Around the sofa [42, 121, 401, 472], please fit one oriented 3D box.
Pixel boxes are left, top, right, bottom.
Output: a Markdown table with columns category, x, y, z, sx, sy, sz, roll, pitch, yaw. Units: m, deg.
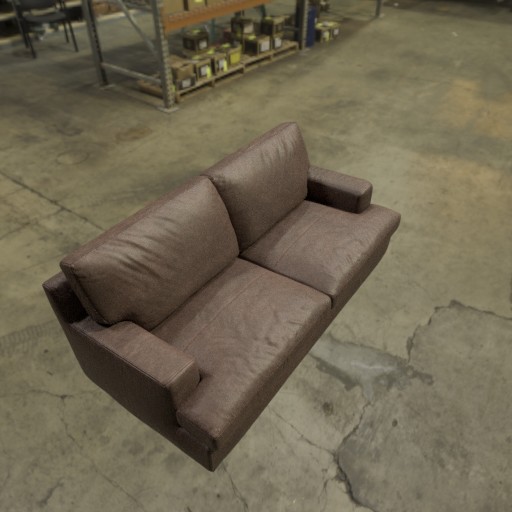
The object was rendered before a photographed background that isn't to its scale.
| category | x | y | z | sx | sy | sz | roll | pitch | yaw |
| --- | --- | --- | --- | --- | --- | --- | --- | --- | --- |
| sofa | 0.000 | 0.000 | 2.852 | 1.143 | 0.941 | 2.261 | 25 | 47 | 27 |
